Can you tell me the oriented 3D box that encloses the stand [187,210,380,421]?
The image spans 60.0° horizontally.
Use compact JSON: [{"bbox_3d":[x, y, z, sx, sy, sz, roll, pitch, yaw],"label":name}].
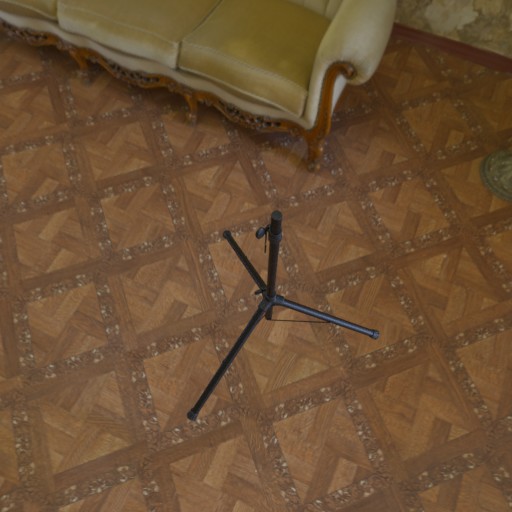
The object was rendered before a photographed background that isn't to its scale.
[{"bbox_3d":[0.000,0.000,1.877,1.045,1.136,0.907,-20,66,-9],"label":"stand"}]
